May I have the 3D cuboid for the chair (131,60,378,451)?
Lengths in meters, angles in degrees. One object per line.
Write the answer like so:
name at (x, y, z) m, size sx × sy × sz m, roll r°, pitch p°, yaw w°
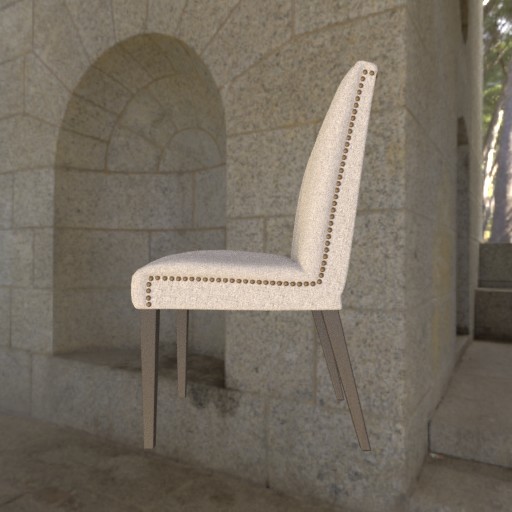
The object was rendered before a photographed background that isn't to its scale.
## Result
chair at (0.000, 0.000, 1.377) m, size 0.647 × 1.016 × 0.511 m, roll 0°, pitch -1°, yaw 2°
